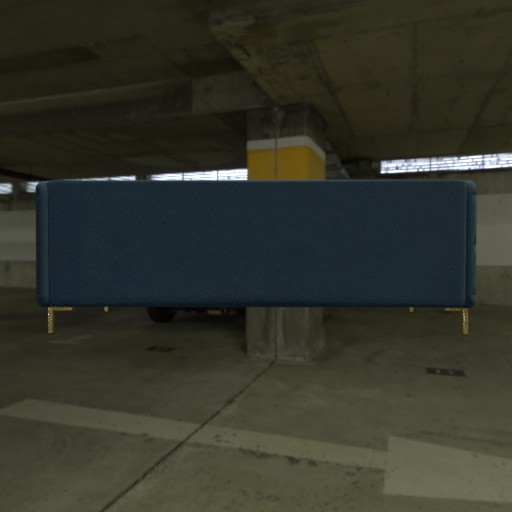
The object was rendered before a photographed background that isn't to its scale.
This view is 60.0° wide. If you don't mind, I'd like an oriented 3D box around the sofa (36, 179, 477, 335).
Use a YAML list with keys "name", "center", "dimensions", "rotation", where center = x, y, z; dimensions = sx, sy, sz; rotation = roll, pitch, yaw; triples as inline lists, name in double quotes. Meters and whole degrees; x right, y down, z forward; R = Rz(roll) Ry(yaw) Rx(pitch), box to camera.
- name: "sofa"
  center: [0.000, 0.000, 2.602]
  dimensions: [2.209, 0.771, 0.895]
  rotation: [0, 1, 1]
